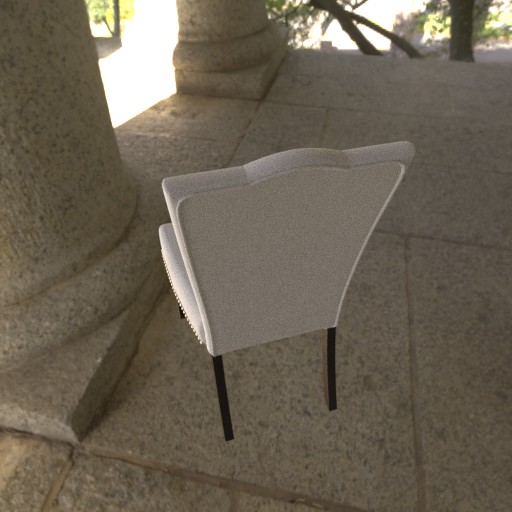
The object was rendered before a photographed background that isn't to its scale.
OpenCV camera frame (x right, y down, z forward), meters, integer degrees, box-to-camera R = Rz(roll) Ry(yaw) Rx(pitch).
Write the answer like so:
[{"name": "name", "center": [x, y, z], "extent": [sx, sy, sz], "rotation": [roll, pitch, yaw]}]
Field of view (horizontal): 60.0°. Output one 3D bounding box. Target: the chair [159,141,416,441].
[{"name": "chair", "center": [0.000, 0.000, 1.297], "extent": [0.518, 0.946, 0.589], "rotation": [-11, 43, -12]}]
